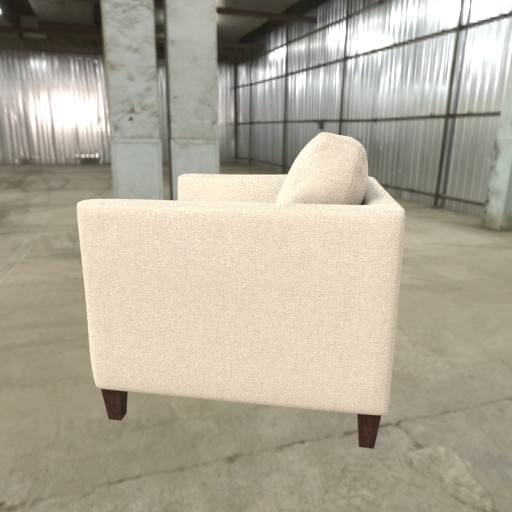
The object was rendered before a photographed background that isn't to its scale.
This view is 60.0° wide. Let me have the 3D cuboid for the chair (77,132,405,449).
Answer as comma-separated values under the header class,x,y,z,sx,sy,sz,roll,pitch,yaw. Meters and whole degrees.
class,x,y,z,sx,sy,sz,roll,pitch,yaw
chair,0.000,0.000,1.717,0.959,0.919,0.996,3,16,9
